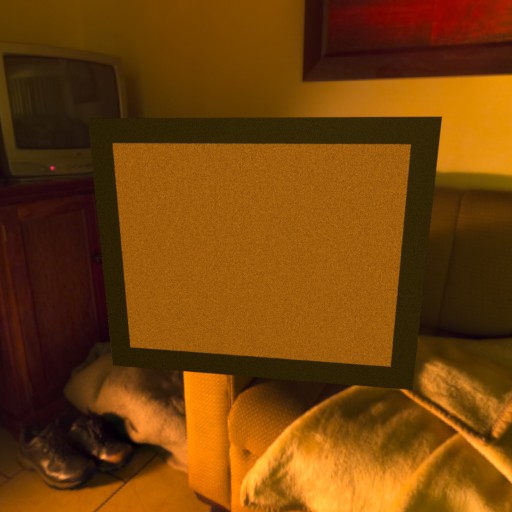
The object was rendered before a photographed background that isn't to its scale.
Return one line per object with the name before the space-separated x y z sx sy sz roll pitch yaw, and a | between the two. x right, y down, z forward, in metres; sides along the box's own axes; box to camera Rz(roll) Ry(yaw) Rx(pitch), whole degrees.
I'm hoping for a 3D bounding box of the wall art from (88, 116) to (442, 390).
wall art | 0.000 0.000 0.771 0.561 0.460 0.028 2 16 8
